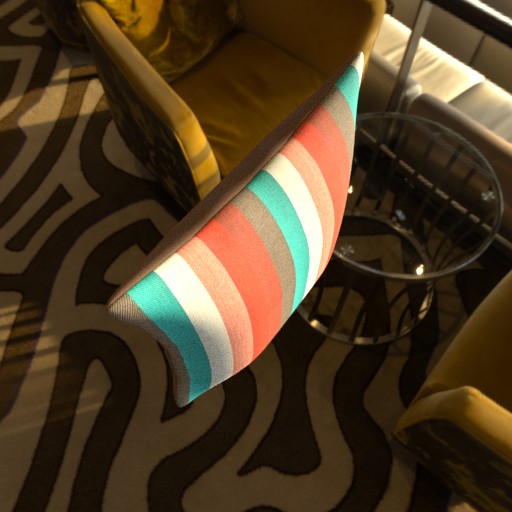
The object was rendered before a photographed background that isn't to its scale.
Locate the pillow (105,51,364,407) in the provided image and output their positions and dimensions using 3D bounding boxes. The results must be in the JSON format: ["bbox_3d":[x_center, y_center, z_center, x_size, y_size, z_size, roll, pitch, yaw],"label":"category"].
[{"bbox_3d":[0.000,0.000,0.677,0.168,0.443,0.453,33,65,17],"label":"pillow"}]
